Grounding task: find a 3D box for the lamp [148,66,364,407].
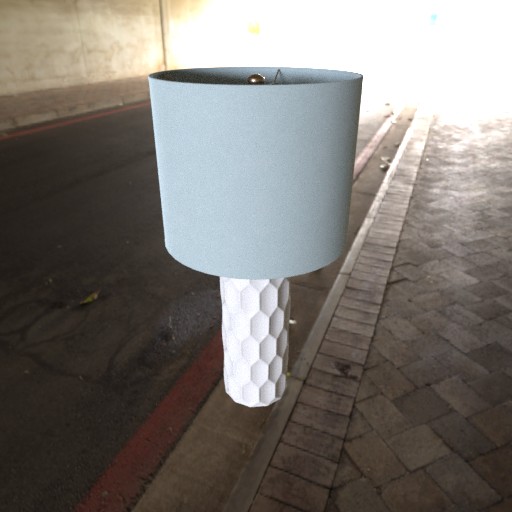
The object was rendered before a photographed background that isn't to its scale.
[{"bbox_3d":[0.000,0.000,0.700,0.277,0.534,0.277,-18,32,-31],"label":"lamp"}]
